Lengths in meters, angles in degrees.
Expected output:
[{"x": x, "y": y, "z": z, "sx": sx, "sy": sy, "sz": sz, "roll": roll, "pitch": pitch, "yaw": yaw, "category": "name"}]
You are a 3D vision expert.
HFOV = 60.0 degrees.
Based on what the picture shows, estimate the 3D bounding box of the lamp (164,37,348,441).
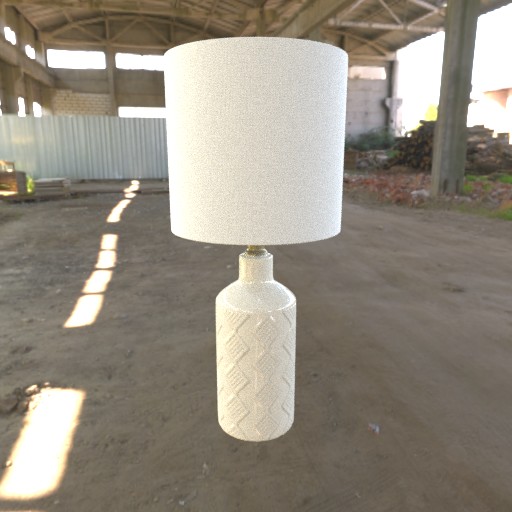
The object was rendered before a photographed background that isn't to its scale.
[{"x": 0.000, "y": 0.000, "z": 0.559, "sx": 0.207, "sy": 0.461, "sz": 0.207, "roll": 12, "pitch": 18, "yaw": 42, "category": "lamp"}]
